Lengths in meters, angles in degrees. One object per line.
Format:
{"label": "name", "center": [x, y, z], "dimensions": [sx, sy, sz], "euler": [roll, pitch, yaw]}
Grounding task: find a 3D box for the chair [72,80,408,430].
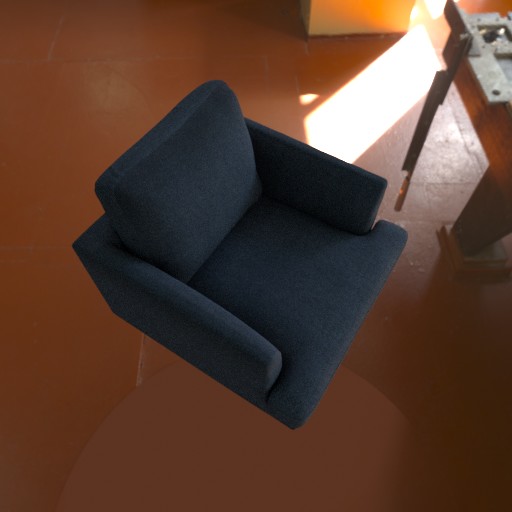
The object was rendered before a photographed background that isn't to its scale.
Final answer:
{"label": "chair", "center": [0.000, 0.000, 1.649], "dimensions": [0.899, 0.957, 0.858], "euler": [28, 62, 17]}
